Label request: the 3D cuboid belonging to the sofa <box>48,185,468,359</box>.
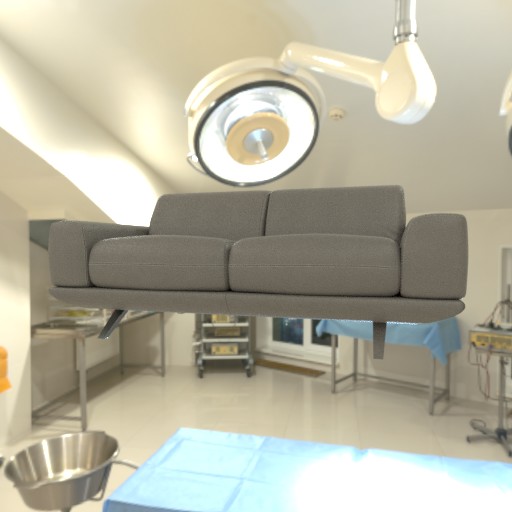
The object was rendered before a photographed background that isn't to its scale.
[{"bbox_3d":[0.000,0.000,2.304,1.901,0.772,0.900,0,1,17],"label":"sofa"}]
